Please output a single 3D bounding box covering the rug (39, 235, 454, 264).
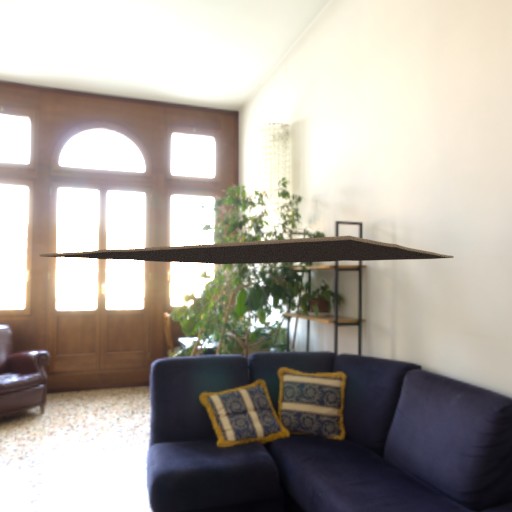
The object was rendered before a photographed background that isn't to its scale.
[{"bbox_3d":[0.000,0.000,0.895,0.639,0.006,0.548,-2,-4,35],"label":"rug"}]
